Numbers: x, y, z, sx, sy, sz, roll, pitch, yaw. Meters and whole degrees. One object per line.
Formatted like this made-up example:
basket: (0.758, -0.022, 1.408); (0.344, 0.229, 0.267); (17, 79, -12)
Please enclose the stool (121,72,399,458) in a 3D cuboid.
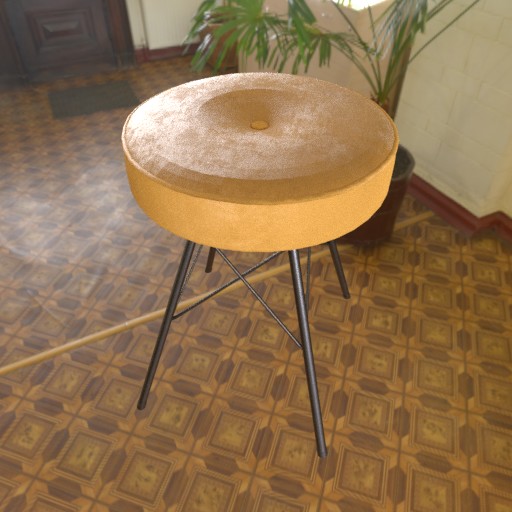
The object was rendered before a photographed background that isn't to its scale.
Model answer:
stool: (0.000, 0.000, 0.883); (0.438, 0.595, 0.472); (12, 44, 13)
